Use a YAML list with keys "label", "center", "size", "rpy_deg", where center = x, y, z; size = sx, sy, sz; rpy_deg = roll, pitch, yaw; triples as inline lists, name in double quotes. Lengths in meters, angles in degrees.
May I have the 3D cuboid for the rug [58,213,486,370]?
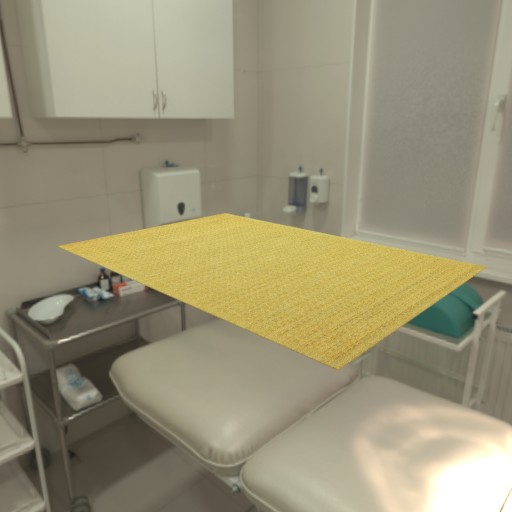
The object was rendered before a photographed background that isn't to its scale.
- label: "rug"
  center: [0.000, 0.000, 3.598]
  size: [2.895, 0.006, 1.981]
  rpy_deg: [16, 23, 41]
